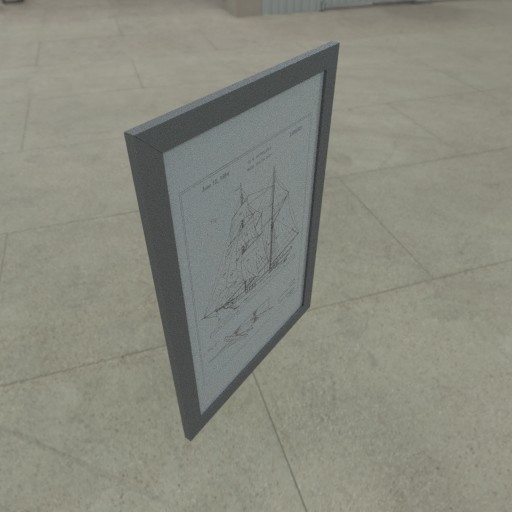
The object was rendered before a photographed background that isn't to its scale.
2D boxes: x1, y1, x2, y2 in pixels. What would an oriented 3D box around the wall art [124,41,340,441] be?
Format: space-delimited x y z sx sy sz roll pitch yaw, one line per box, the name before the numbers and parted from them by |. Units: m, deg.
wall art | 0.000 0.000 0.679 0.013 0.534 0.380 25 46 27
